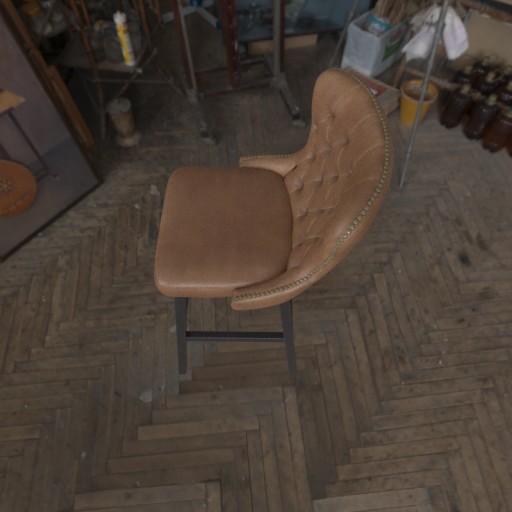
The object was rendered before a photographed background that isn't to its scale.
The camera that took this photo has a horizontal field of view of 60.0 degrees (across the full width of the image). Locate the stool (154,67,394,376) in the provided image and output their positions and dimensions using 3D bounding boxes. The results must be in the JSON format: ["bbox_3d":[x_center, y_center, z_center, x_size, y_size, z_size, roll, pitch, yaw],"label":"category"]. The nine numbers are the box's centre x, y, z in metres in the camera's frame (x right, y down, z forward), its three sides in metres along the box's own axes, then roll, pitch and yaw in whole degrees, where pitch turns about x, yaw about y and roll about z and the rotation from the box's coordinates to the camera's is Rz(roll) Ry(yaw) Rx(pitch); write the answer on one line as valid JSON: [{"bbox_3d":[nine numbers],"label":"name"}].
[{"bbox_3d":[0.000,0.000,1.408,0.601,1.050,0.528,1,58,0],"label":"stool"}]
